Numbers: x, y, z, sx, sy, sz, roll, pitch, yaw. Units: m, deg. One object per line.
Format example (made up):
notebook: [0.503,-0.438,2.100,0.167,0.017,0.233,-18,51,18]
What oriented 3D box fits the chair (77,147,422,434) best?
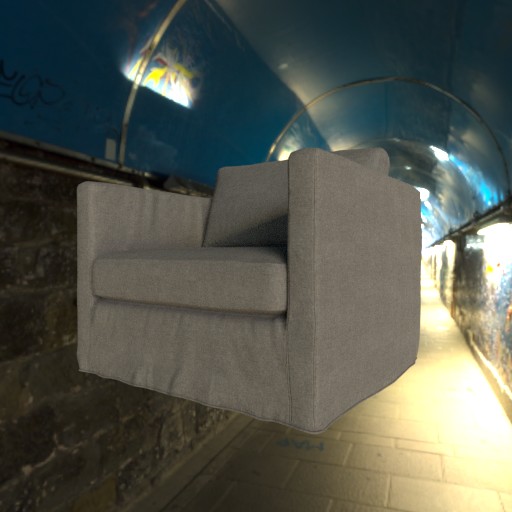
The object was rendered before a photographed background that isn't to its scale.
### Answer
chair: [0.000,0.000,1.750,1.057,0.863,0.949,1,1,36]
